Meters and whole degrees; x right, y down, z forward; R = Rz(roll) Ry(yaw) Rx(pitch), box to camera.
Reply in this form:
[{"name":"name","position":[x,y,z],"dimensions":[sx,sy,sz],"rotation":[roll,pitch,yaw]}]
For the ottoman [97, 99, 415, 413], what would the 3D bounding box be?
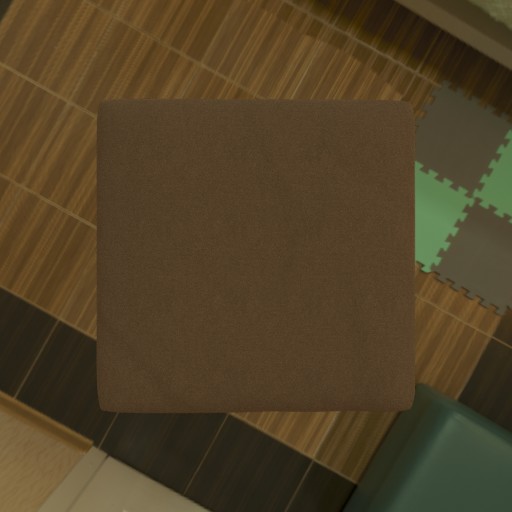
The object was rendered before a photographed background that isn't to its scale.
[{"name":"ottoman","position":[0.000,0.000,1.797],"dimensions":[1.181,0.470,1.181],"rotation":[0,90,-1]}]
